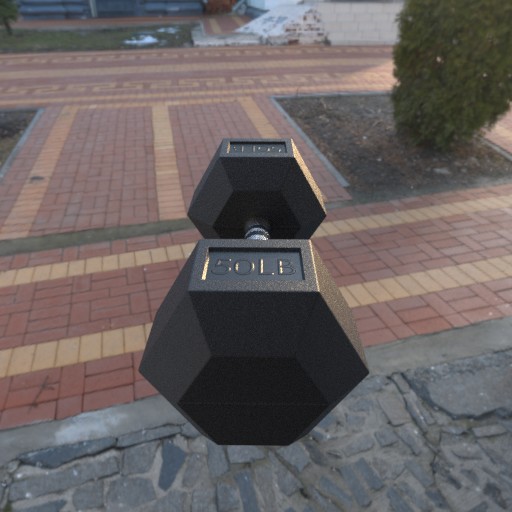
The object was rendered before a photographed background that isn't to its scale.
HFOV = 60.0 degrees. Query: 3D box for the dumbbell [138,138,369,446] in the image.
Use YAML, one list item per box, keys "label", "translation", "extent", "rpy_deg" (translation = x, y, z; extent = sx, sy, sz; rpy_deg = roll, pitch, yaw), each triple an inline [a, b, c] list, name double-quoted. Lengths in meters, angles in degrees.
- label: "dumbbell"
  translation: [0.000, 0.000, 0.467]
  extent: [0.173, 0.150, 0.384]
  rpy_deg: [0, 32, 1]
